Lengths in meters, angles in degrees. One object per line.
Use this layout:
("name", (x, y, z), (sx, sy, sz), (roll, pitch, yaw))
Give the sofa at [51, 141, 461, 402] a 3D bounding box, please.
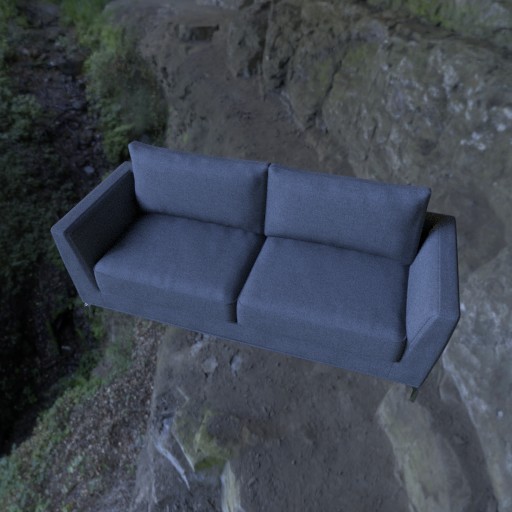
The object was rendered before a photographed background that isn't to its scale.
("sofa", (0.000, 0.000, 2.712), (2.212, 1.002, 0.869), (12, 42, 13))
